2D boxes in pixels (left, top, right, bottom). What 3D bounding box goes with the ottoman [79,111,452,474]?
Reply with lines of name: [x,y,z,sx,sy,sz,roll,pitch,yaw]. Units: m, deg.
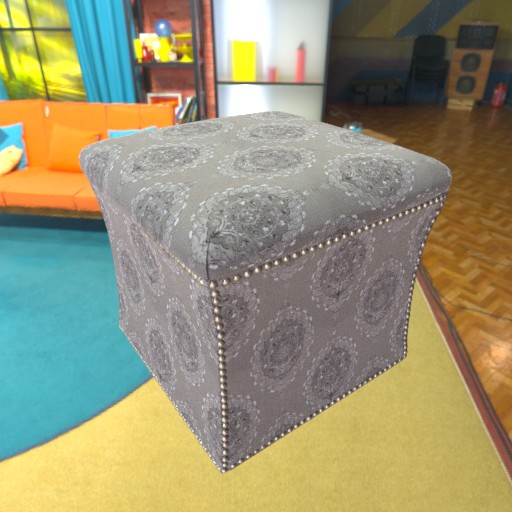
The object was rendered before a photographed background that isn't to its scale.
ottoman: [0.000,0.000,0.892,0.507,0.473,0.497,-20,36,-30]
